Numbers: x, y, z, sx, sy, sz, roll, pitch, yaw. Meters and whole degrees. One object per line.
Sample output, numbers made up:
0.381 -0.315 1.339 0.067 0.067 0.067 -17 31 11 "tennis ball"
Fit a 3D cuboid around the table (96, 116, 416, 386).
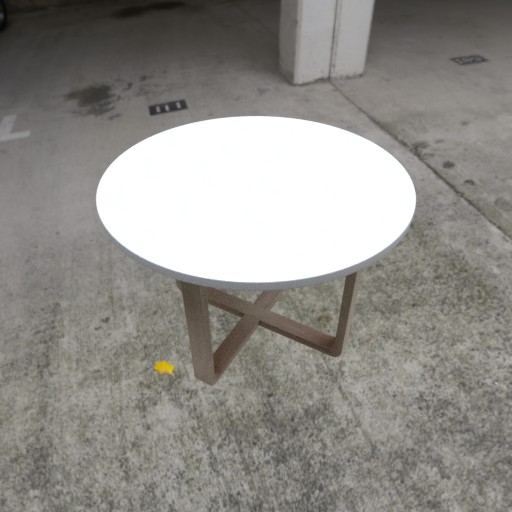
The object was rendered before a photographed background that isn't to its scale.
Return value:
0.000 0.000 0.989 0.600 0.400 0.600 0 40 0 "table"
